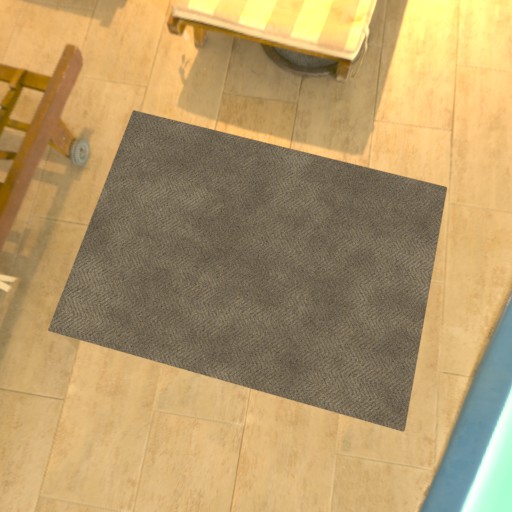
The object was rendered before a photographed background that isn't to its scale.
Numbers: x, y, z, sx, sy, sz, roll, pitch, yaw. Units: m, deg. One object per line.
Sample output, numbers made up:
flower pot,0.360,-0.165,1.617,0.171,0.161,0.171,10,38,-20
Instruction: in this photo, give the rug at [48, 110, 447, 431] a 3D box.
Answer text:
rug,0.000,0.000,2.864,2.235,0.008,1.600,15,76,4
